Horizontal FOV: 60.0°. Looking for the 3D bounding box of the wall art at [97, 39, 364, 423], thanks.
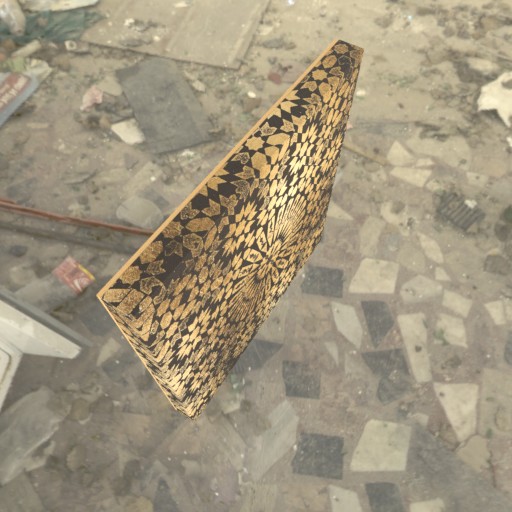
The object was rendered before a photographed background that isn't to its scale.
[{"bbox_3d":[0.000,0.000,0.606,0.038,0.405,0.405,29,63,17],"label":"wall art"}]
